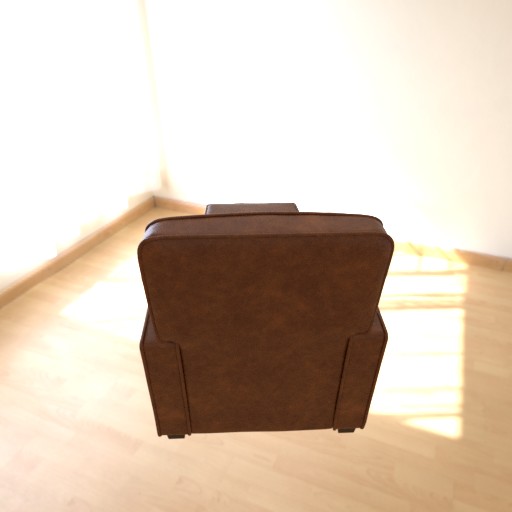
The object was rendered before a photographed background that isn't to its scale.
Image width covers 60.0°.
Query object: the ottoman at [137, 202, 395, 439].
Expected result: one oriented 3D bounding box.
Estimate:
[{"bbox_3d":[0.000,0.000,1.835,0.732,0.904,1.314,-1,30,-2],"label":"ottoman"}]
